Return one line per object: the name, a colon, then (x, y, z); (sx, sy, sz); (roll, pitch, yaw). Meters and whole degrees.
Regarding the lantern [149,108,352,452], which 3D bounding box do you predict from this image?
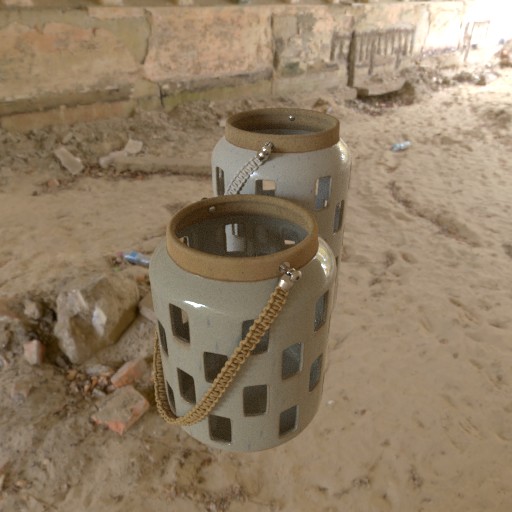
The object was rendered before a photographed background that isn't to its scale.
lantern: (0.000, 0.000, 0.491); (0.184, 0.255, 0.347); (7, 31, 12)
